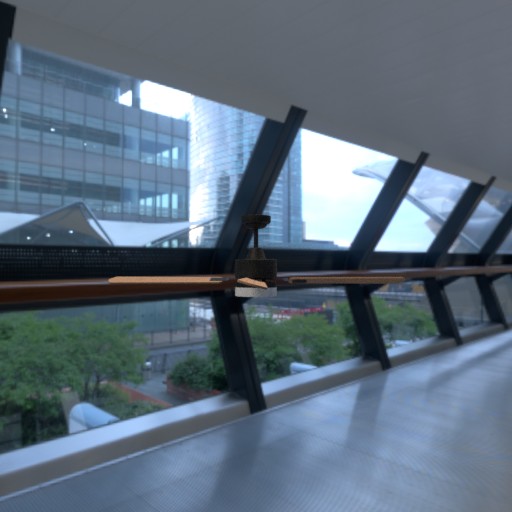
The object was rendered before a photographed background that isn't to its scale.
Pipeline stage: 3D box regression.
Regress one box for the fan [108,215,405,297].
[{"bbox_3d":[0.000,0.000,1.981,1.320,0.355,1.320,0,-2,1],"label":"fan"}]
